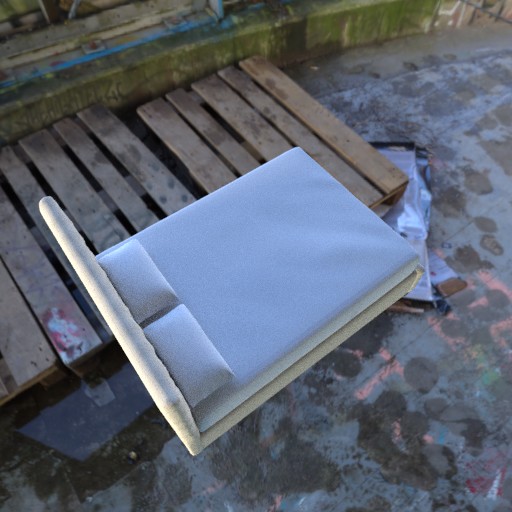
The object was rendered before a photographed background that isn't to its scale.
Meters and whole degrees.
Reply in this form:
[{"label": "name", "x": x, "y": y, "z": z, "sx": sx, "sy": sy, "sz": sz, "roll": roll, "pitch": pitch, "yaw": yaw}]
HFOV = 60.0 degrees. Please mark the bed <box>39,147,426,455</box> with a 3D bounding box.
[{"label": "bed", "x": 0.000, "y": 0.000, "z": 3.518, "sx": 2.387, "sy": 1.427, "sz": 1.698, "roll": -32, "pitch": 63, "yaw": -19}]
